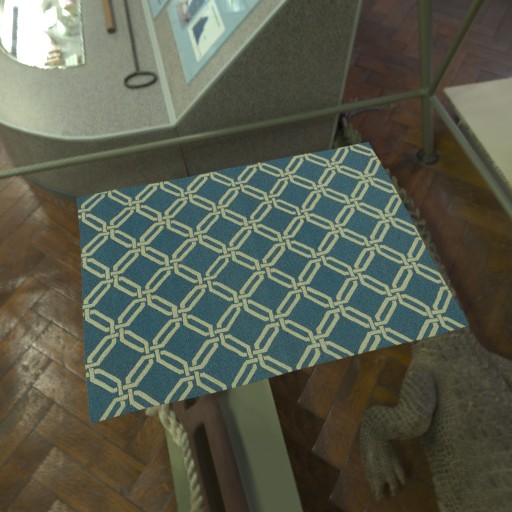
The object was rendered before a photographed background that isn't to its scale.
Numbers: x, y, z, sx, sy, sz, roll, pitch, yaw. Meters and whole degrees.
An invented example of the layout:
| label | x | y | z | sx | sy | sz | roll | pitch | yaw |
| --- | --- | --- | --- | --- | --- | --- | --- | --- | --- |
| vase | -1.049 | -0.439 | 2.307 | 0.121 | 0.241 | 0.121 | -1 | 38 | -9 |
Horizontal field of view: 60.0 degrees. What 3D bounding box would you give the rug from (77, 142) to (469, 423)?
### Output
| label | x | y | z | sx | sy | sz | roll | pitch | yaw |
| --- | --- | --- | --- | --- | --- | --- | --- | --- | --- |
| rug | 0.000 | 0.000 | 2.759 | 2.135 | 0.013 | 1.524 | -12 | 59 | -8 |
